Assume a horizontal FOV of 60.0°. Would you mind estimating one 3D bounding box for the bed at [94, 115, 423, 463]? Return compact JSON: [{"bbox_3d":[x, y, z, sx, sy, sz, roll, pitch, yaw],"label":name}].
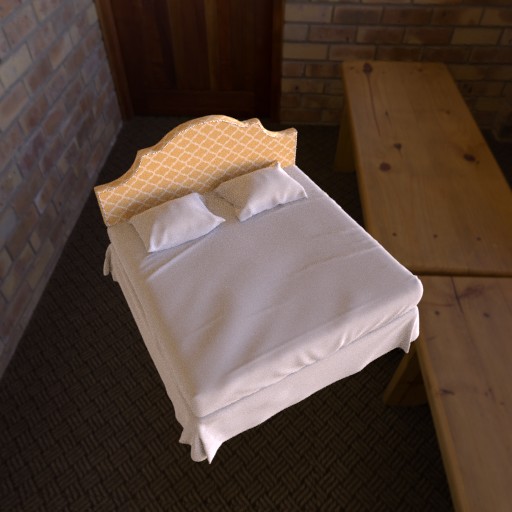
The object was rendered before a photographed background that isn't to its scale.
[{"bbox_3d":[0.000,0.000,3.726,2.314,1.601,2.222,-22,50,-20],"label":"bed"}]
